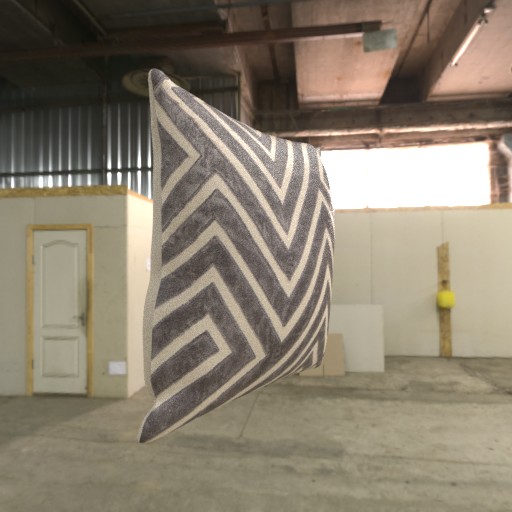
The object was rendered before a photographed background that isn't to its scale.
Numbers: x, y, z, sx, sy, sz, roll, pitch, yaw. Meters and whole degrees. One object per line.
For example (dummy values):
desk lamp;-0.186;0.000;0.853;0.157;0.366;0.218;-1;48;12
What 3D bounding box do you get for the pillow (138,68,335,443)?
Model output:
pillow;0.000;0.000;0.686;0.182;0.441;0.440;0;-1;36
